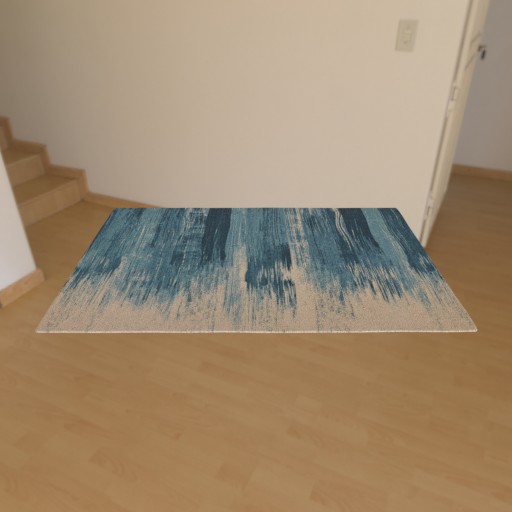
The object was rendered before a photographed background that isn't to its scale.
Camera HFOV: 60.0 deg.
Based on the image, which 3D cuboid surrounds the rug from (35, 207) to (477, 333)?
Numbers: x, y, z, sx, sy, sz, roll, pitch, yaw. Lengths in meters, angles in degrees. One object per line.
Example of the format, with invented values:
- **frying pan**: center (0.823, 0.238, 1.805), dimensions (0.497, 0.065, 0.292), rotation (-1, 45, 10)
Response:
- **rug**: center (0.000, 0.000, 2.349), dimensions (1.836, 0.009, 1.232), rotation (0, 31, 0)
